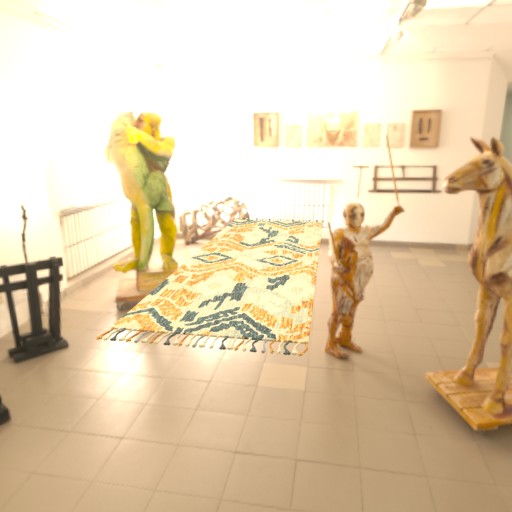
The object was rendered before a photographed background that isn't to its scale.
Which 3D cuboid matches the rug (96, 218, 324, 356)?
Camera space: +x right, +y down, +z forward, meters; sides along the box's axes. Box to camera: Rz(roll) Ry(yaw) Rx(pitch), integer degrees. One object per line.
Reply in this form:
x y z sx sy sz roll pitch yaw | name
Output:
0.000 0.000 2.710 0.783 0.010 2.437 3 16 9 | rug
